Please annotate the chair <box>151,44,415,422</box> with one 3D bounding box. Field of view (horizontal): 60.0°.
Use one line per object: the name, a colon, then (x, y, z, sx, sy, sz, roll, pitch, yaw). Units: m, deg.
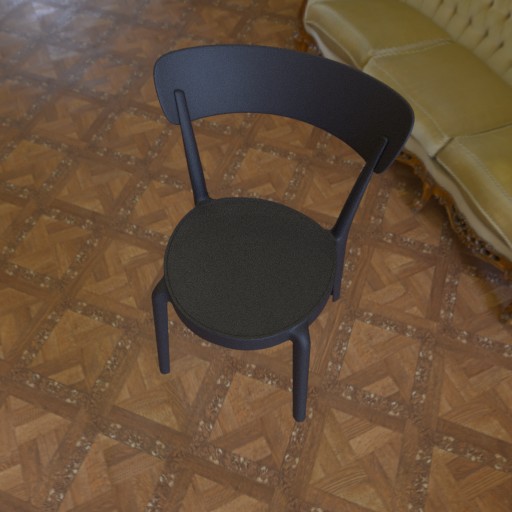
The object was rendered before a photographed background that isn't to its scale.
chair: (0.000, 0.000, 1.078, 0.506, 0.790, 0.491, 16, 58, 10)
